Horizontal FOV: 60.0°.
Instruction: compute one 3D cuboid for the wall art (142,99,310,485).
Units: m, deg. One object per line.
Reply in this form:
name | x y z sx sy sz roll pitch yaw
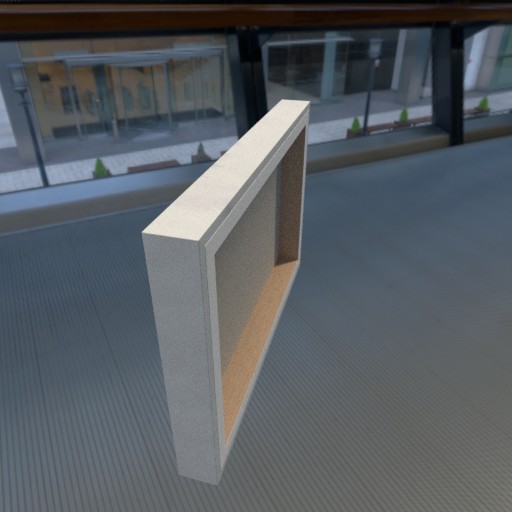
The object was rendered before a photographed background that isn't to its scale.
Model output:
wall art | 0.000 0.000 0.492 0.038 0.254 0.381 9 33 14
